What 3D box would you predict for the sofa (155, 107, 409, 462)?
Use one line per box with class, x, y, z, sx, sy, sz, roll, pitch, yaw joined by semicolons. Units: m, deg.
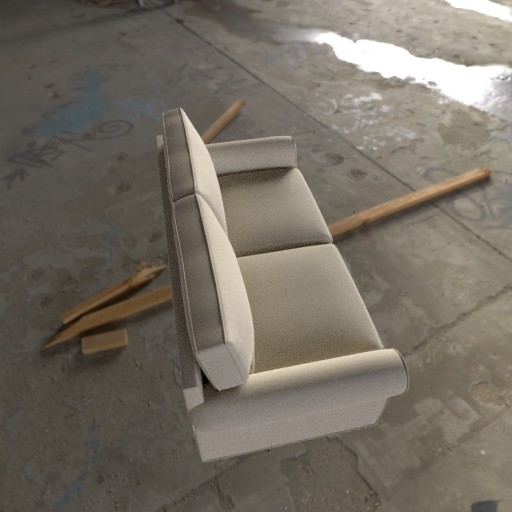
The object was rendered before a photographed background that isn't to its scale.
sofa;0.000;0.000;2.292;0.861;0.933;1.774;-9;47;-8
